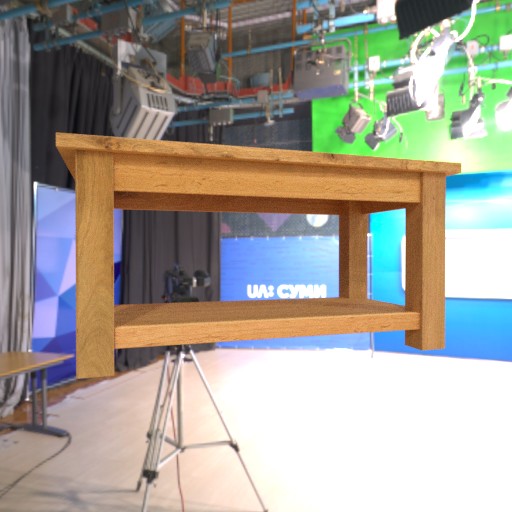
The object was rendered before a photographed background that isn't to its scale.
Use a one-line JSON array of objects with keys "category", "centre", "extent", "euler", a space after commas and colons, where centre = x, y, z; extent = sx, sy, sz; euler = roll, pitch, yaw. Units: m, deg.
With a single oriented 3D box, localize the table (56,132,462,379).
[{"category": "table", "centre": [0.000, 0.000, 1.150], "extent": [0.899, 0.452, 0.450], "euler": [0, 1, -18]}]
